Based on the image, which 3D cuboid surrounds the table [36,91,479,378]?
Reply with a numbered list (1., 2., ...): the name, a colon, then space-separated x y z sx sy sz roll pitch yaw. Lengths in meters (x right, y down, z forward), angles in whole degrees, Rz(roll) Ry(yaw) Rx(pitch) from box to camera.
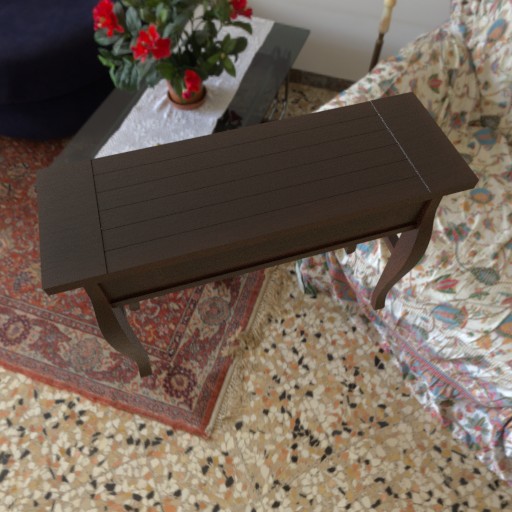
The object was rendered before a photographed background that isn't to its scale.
1. table: 0.000 0.000 1.444 1.062 0.768 0.373 -14 59 -9
